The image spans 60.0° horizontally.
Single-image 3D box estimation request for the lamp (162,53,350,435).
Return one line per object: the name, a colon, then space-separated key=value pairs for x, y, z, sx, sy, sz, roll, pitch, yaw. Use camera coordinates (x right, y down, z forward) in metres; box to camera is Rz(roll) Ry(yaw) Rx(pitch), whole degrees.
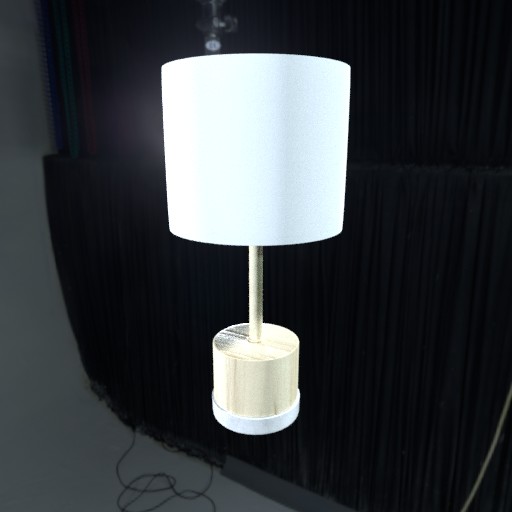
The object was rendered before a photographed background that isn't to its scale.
lamp: x=0.000 y=0.000 z=0.604 sx=0.229 sy=0.470 sz=0.229 roll=8 pitch=17 yaw=28
